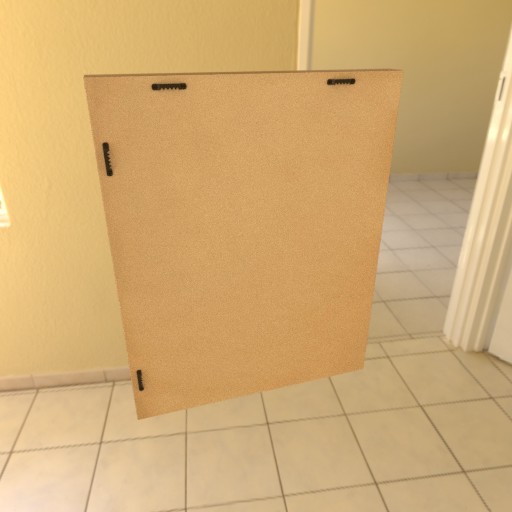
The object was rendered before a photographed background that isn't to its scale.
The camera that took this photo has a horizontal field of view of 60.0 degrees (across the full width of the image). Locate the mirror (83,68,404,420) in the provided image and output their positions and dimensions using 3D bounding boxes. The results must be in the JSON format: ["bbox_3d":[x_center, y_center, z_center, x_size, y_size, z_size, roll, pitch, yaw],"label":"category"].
[{"bbox_3d":[0.000,0.000,0.663,0.406,0.509,0.041,-8,27,-16],"label":"mirror"}]
